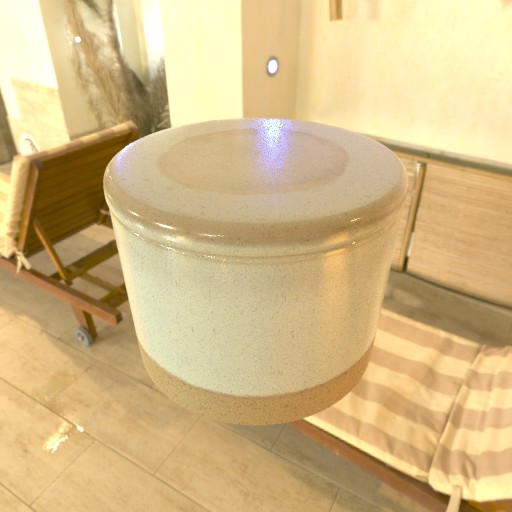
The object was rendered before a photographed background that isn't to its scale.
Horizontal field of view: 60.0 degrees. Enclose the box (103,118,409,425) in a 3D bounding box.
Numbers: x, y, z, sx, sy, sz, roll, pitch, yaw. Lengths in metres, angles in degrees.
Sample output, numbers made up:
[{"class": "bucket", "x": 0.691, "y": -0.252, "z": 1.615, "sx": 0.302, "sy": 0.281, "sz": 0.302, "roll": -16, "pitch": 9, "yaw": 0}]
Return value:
[{"class": "box", "x": 0.000, "y": 0.000, "z": 0.262, "sx": 0.154, "sy": 0.123, "sz": 0.154, "roll": 0, "pitch": 33, "yaw": 0}]
